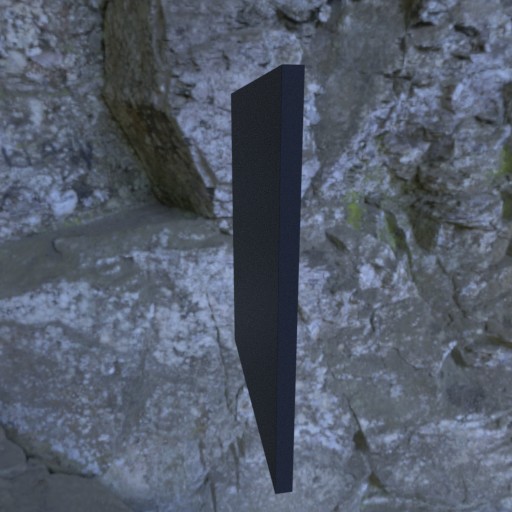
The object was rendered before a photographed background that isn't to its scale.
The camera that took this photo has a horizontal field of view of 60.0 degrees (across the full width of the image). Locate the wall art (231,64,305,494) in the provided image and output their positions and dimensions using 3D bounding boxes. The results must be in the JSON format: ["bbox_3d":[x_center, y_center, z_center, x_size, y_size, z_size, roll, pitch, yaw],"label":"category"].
[{"bbox_3d":[0.000,0.000,0.695,0.023,0.505,0.428,-3,17,-9],"label":"wall art"}]
